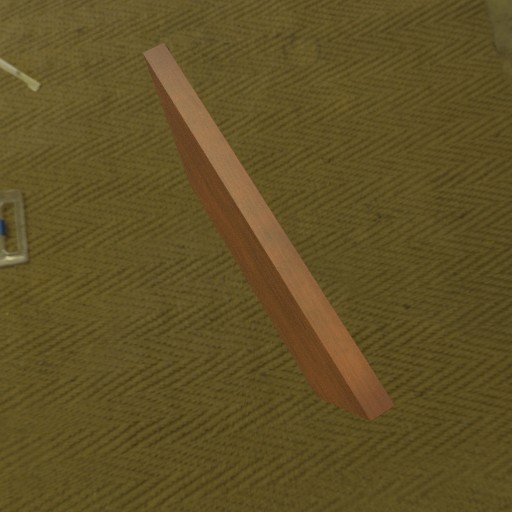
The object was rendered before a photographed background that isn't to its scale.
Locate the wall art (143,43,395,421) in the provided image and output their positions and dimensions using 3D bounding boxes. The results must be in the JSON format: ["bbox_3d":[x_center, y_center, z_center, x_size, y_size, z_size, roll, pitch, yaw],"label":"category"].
[{"bbox_3d":[0.000,0.000,0.777,0.033,0.457,0.558,-30,78,-7],"label":"wall art"}]
